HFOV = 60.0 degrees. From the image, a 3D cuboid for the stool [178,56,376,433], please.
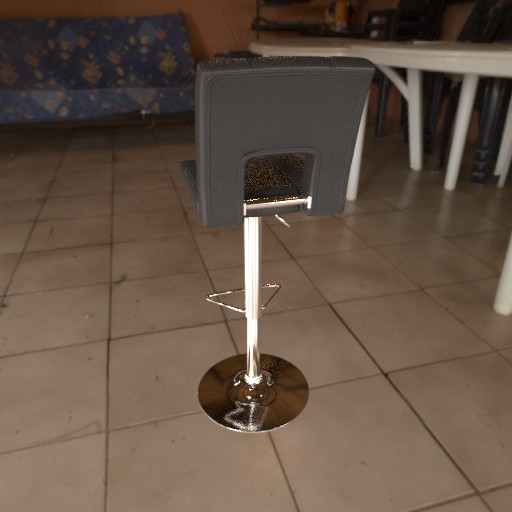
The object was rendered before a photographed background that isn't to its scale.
[{"bbox_3d":[0.000,0.000,1.376,0.415,1.151,0.520,-8,28,-15],"label":"stool"}]
